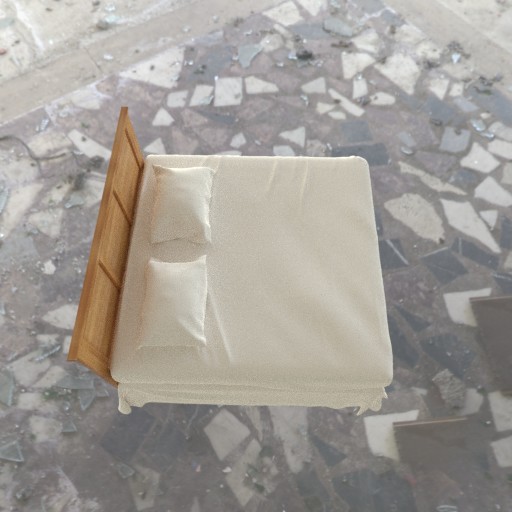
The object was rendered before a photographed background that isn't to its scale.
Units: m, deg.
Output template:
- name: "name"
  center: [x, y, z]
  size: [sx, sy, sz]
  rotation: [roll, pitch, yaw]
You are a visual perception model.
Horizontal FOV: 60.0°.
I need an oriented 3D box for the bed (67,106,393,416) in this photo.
- name: "bed"
  center: [0.000, 0.000, 3.591]
  size: [2.215, 1.270, 2.317]
  rotation: [1, 63, 1]
